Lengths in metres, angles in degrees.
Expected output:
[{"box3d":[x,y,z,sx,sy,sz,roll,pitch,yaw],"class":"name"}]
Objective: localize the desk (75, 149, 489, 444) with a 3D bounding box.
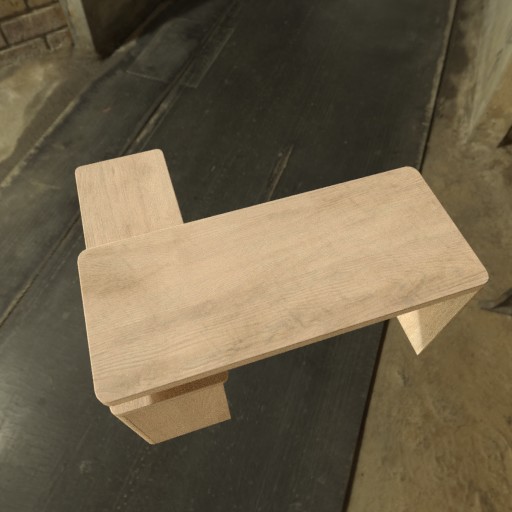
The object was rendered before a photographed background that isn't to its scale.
[{"box3d":[0.000,0.000,2.080,1.400,0.770,1.175,-15,60,-9],"class":"desk"}]
